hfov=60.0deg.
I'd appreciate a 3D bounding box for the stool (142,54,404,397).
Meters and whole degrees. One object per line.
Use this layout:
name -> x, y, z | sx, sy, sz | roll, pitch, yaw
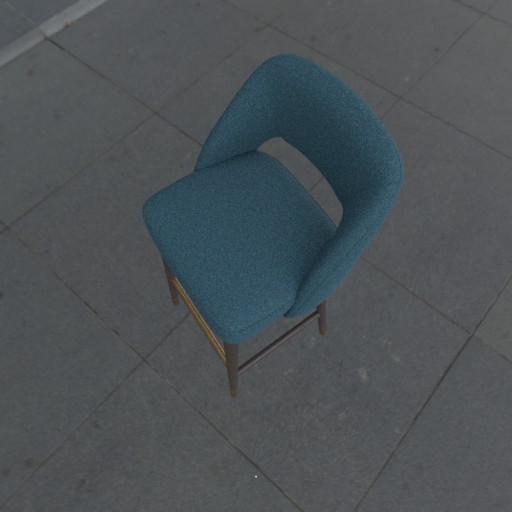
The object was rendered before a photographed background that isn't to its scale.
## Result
stool -> 0.000, 0.000, 1.339 | 0.522, 1.032, 0.536 | -31, 68, -14
